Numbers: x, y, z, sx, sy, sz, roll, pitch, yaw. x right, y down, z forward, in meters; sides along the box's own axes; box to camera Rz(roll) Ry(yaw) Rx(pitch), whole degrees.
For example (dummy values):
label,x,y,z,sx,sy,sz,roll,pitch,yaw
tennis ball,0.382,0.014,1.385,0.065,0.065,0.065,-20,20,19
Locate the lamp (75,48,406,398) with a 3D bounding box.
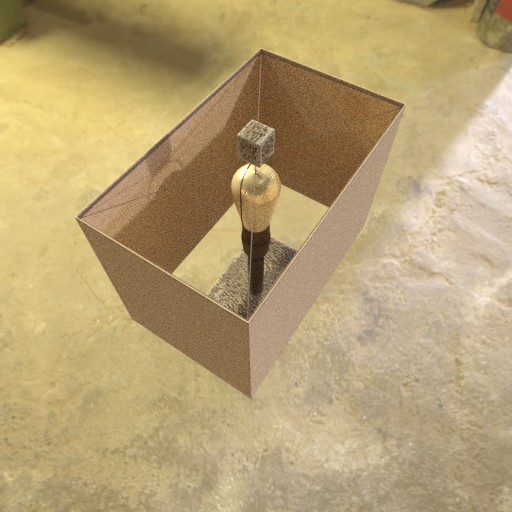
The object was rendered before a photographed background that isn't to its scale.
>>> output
label,x,y,z,sx,sy,sz,roll,pitch,yaw
lamp,0.000,0.000,0.569,0.180,0.411,0.294,29,62,17
